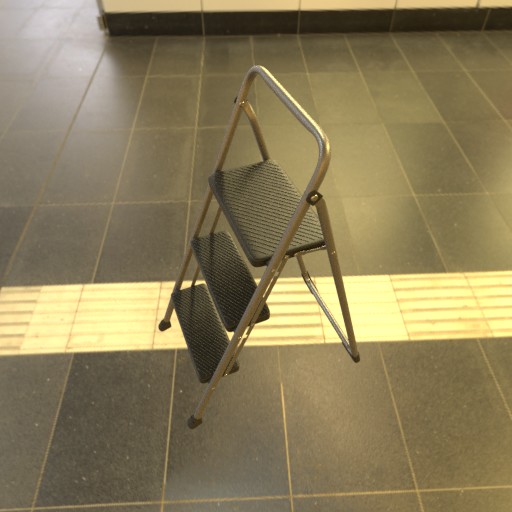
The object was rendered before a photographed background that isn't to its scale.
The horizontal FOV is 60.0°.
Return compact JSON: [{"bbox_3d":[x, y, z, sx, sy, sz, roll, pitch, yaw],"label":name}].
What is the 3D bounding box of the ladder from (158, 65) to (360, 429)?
[{"bbox_3d":[0.000,0.000,1.268,0.629,0.945,0.430,-17,50,-15],"label":"ladder"}]
